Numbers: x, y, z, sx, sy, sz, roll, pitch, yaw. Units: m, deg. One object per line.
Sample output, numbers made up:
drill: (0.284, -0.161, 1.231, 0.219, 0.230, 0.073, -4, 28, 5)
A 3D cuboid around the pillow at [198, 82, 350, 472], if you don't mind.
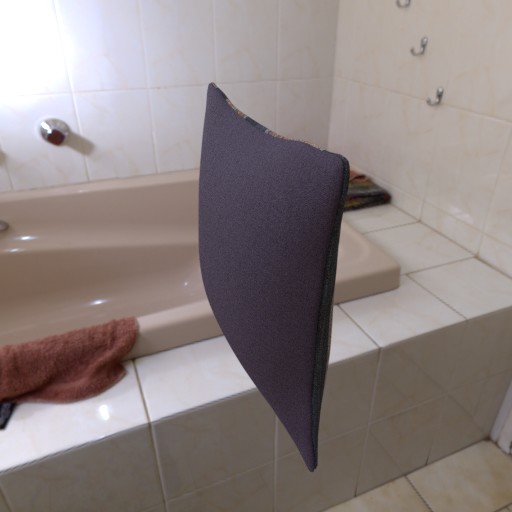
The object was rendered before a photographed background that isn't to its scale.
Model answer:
pillow: (0.000, 0.000, 0.644, 0.136, 0.419, 0.437, -11, 32, -18)
